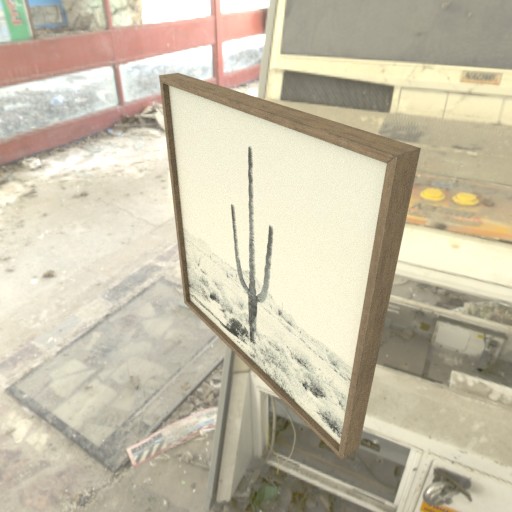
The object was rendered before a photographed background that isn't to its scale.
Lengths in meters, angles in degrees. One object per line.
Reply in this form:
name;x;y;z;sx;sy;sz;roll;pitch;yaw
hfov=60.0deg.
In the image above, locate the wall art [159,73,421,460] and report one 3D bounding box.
wall art;0.000;0.000;0.753;0.038;0.508;0.508;-23;39;-31
